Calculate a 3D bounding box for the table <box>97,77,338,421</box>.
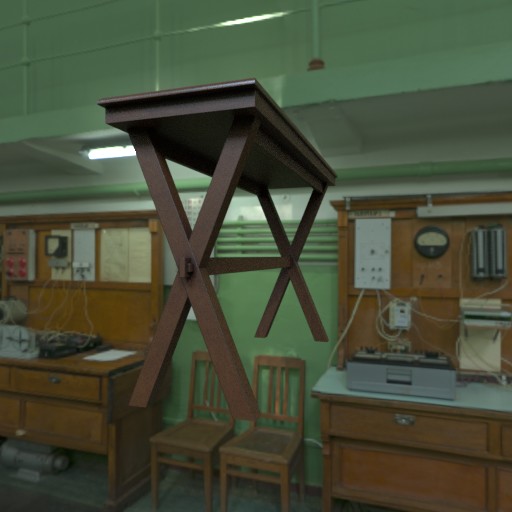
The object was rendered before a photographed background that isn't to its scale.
[{"bbox_3d":[0.000,0.000,1.567,0.399,0.763,1.197,0,0,19],"label":"table"}]
